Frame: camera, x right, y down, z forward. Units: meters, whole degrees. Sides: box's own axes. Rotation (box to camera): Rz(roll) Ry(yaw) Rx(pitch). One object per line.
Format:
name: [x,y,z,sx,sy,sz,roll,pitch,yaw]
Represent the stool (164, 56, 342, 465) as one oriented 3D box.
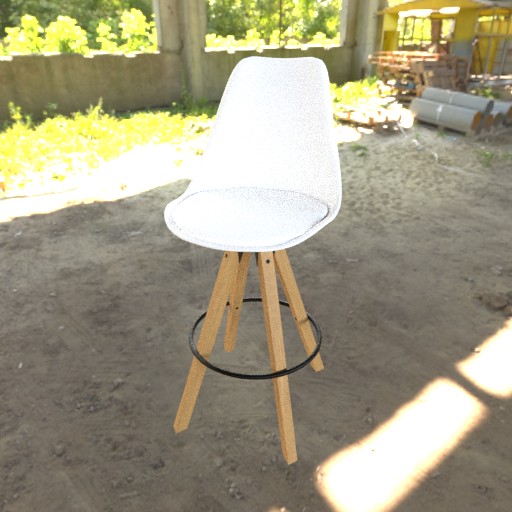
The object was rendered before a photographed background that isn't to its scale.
stool: [0.000,0.000,1.377,0.482,1.115,0.549,8,27,16]
